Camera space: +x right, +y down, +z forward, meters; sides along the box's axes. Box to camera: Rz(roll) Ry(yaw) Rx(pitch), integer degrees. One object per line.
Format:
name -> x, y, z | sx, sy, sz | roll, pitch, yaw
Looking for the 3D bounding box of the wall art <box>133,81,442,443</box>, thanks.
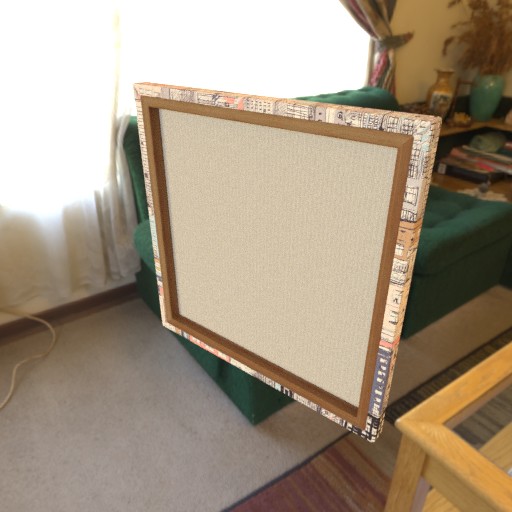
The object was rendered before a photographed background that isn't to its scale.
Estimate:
wall art -> 0.000, 0.000, 0.888 | 0.607, 0.608, 0.038 | 20, 34, 33
